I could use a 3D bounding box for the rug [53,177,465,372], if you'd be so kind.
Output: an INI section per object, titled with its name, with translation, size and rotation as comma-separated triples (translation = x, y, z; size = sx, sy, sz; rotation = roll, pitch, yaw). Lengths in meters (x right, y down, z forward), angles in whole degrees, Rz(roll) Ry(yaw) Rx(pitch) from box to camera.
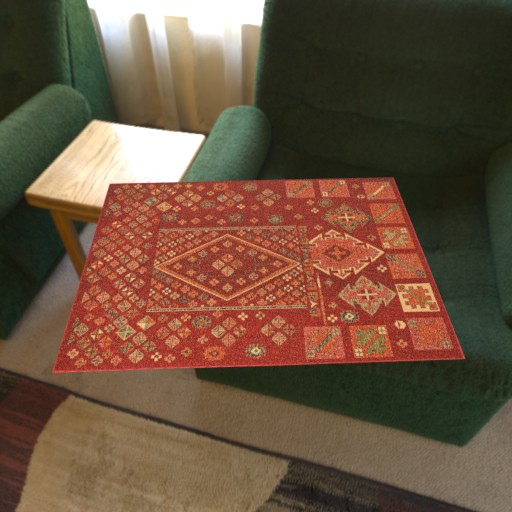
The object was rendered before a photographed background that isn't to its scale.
[rug]
translation = 0.000, 0.000, 4.353
size = 3.306, 0.011, 2.389
rotation = -1, 47, -1
